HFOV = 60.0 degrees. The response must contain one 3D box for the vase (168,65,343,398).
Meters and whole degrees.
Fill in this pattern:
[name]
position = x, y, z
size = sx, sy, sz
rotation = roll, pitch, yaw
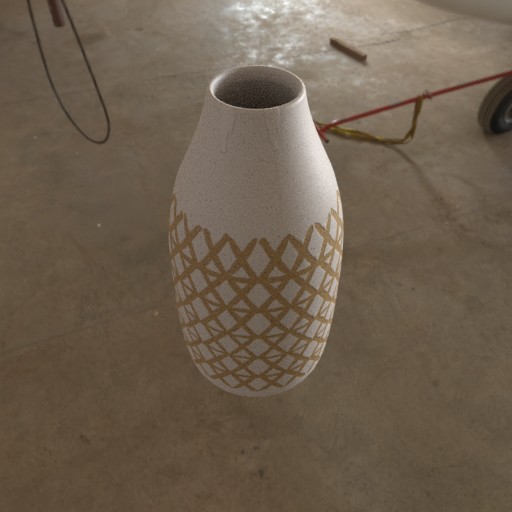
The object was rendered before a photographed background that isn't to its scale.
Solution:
[vase]
position = 0.000, 0.000, 0.477
size = 0.186, 0.380, 0.186
rotation = 0, 47, 0
